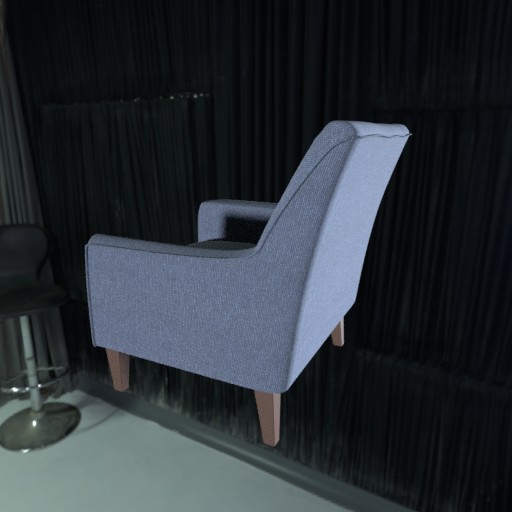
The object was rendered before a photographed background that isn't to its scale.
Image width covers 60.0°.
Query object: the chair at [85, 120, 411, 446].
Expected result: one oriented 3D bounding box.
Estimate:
[{"bbox_3d":[0.000,0.000,1.601,0.899,0.919,0.780,8,18,26],"label":"chair"}]
